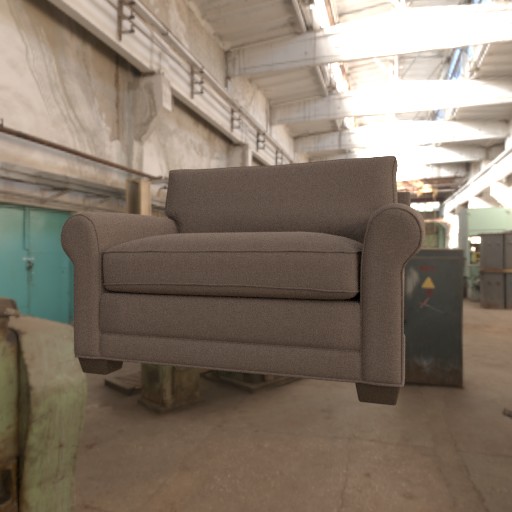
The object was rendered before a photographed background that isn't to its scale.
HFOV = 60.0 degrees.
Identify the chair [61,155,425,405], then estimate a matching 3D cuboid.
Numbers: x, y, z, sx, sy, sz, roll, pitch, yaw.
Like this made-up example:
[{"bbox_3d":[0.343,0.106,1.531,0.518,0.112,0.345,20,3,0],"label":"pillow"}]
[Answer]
[{"bbox_3d":[0.000,0.000,1.959,1.390,0.930,0.930,0,1,19],"label":"chair"}]
